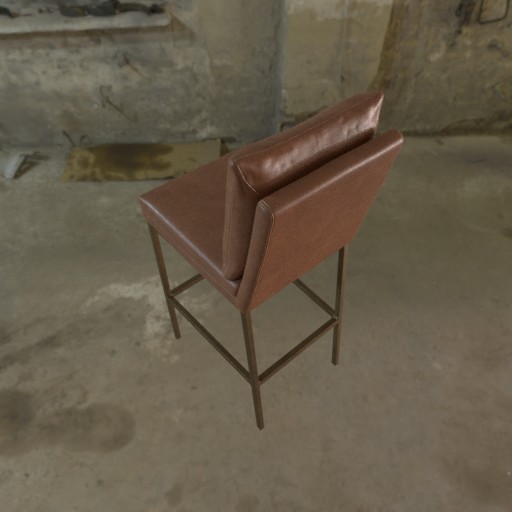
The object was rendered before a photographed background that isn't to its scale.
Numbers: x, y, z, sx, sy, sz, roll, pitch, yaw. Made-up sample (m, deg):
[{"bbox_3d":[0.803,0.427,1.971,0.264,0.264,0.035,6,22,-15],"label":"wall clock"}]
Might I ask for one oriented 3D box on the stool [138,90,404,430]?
[{"bbox_3d":[0.000,0.000,1.426,0.463,1.124,0.571,-32,55,-27],"label":"stool"}]
